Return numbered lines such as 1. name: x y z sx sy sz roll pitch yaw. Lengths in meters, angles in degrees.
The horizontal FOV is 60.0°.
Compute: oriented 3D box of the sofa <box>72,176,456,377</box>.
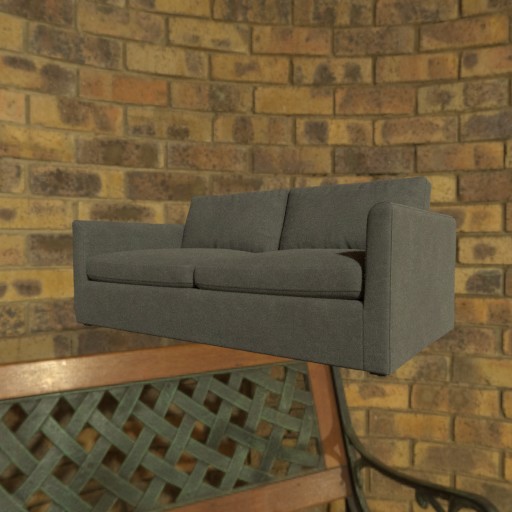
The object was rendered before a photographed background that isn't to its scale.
1. sofa: 0.000 0.000 2.511 1.909 0.845 1.091 1 1 35
